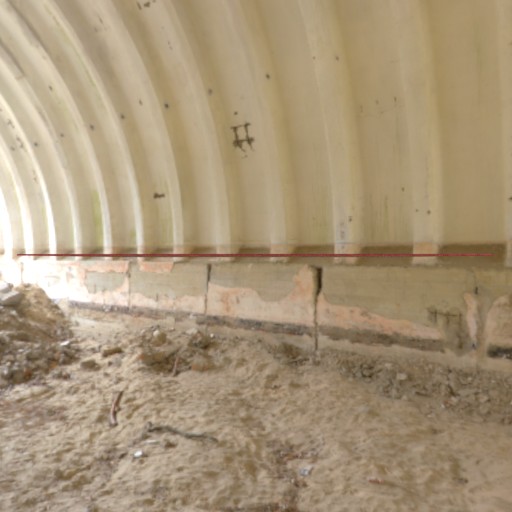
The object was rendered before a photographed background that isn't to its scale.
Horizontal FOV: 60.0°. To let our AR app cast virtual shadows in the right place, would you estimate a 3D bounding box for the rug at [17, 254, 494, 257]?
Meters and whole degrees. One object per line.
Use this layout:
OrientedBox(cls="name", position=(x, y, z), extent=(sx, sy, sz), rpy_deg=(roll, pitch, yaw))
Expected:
OrientedBox(cls="rug", position=(0.000, 0.000, 4.260), extent=(3.306, 0.011, 2.389), rpy_deg=(0, 0, 1))
